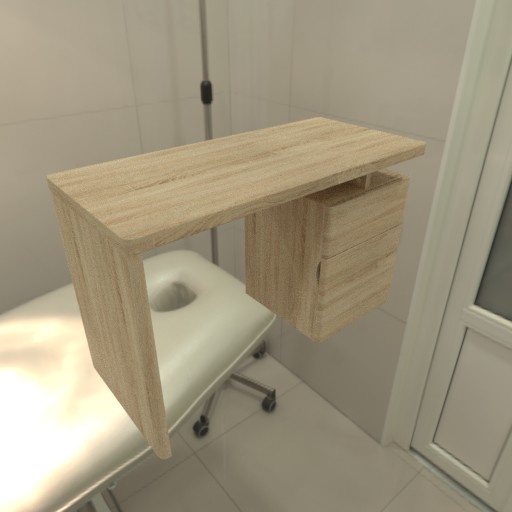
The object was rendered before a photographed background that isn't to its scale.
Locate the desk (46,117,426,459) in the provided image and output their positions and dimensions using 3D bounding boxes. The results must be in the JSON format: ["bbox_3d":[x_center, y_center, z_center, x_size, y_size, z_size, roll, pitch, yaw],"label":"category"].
[{"bbox_3d":[0.000,0.000,1.668,1.200,0.760,0.550,-23,37,-34],"label":"desk"}]
